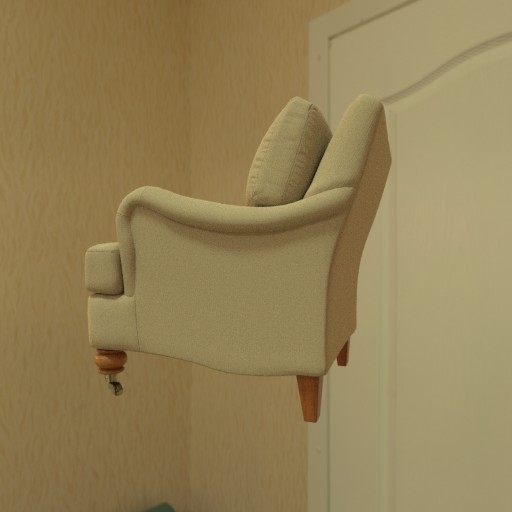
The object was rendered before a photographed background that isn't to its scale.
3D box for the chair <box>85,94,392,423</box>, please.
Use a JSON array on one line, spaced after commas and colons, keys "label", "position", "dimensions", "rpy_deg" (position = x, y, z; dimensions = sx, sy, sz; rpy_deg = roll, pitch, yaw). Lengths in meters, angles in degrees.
[{"label": "chair", "position": [0.000, 0.000, 1.863], "dimensions": [1.070, 1.038, 0.955], "rpy_deg": [0, 0, 19]}]
